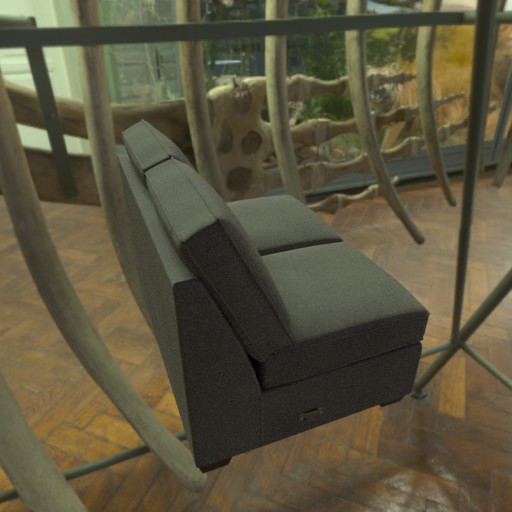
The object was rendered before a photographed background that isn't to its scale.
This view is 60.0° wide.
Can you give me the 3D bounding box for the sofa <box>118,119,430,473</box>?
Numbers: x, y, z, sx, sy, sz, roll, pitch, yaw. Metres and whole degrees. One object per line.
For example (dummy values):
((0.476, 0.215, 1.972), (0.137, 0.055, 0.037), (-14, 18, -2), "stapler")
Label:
((0.000, 0.000, 1.964), (0.951, 1.008, 1.237), (-11, 32, -19), "sofa")
